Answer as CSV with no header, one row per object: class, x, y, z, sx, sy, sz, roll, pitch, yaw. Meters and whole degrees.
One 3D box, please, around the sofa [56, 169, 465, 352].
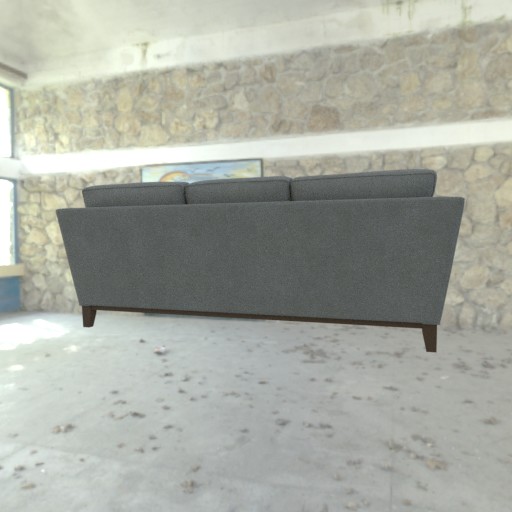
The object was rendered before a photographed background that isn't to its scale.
sofa,0.000,0.000,2.916,2.387,0.940,0.965,1,2,18
